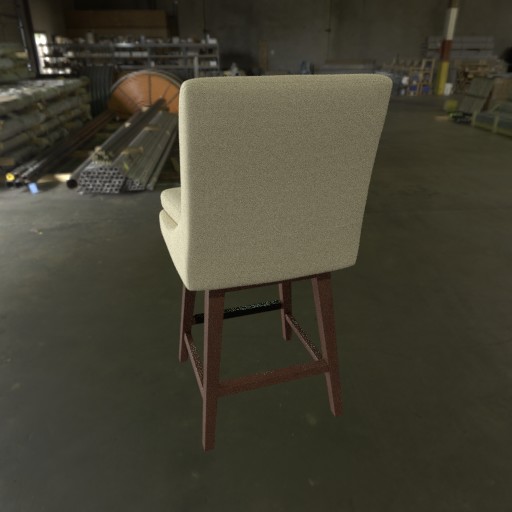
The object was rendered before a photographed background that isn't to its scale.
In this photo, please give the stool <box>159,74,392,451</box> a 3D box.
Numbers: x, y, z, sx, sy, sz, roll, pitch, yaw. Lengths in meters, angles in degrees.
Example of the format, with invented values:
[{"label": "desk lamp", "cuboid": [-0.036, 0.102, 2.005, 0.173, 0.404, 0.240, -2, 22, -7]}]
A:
[{"label": "stool", "cuboid": [0.000, 0.000, 1.274, 0.483, 0.991, 0.559, -8, 27, -16]}]
